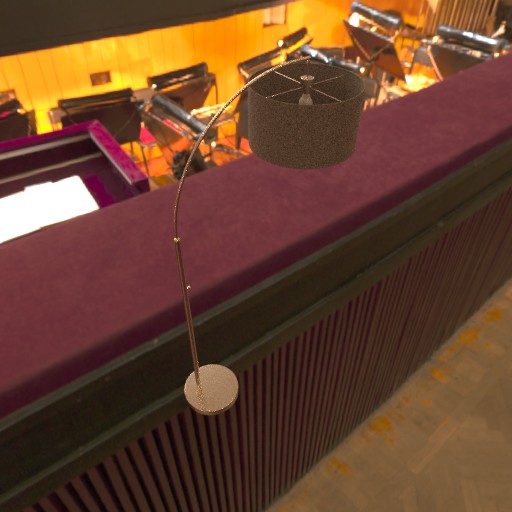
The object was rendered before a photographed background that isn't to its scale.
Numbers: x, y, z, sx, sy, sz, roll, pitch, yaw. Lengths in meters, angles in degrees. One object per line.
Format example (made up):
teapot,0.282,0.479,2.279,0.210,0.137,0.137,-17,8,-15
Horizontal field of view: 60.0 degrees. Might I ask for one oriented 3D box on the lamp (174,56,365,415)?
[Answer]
lamp,0.000,0.000,2.122,0.934,1.735,0.452,-26,47,-26
